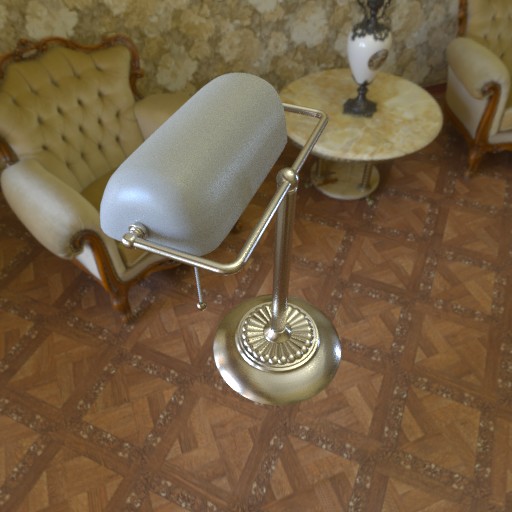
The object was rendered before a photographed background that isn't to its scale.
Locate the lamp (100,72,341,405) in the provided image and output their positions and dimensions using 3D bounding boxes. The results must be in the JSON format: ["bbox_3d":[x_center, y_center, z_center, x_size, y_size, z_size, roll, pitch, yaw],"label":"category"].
[{"bbox_3d":[0.000,0.000,0.508,0.243,0.339,0.264,17,49,15],"label":"lamp"}]
